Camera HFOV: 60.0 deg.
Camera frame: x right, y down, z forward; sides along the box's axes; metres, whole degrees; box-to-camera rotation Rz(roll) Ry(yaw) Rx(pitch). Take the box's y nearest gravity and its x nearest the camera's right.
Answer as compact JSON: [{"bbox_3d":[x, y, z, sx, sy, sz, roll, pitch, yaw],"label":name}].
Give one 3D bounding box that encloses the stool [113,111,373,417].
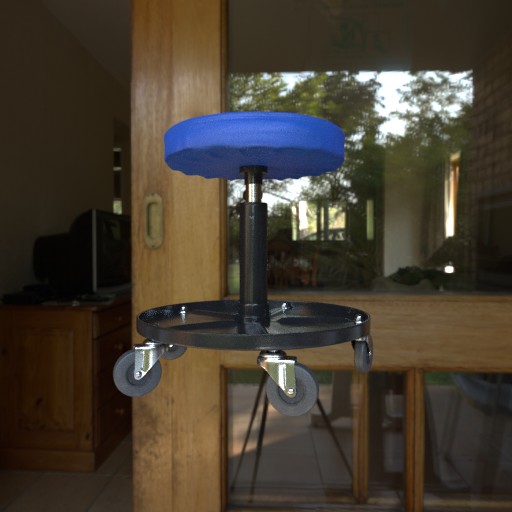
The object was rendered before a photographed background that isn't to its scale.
[{"bbox_3d":[0.000,0.000,0.686,0.381,0.365,0.382,0,1,-2],"label":"stool"}]
